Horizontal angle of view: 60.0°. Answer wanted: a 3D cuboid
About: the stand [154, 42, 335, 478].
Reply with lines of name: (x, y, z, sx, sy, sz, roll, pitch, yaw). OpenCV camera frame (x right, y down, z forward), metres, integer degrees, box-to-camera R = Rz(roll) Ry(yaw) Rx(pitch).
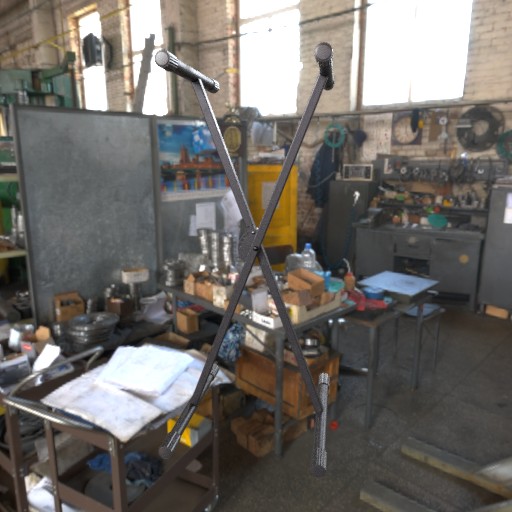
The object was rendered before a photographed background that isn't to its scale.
stand: (0.000, 0.000, 1.169, 0.409, 0.940, 0.449, 2, 13, 10)
